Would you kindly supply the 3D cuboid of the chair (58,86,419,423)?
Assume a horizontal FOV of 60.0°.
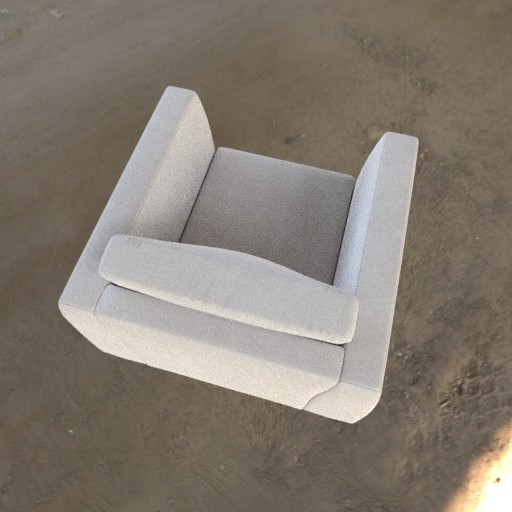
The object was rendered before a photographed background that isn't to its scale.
[{"bbox_3d":[0.000,0.000,1.674,1.000,0.860,0.930,14,65,7],"label":"chair"}]
